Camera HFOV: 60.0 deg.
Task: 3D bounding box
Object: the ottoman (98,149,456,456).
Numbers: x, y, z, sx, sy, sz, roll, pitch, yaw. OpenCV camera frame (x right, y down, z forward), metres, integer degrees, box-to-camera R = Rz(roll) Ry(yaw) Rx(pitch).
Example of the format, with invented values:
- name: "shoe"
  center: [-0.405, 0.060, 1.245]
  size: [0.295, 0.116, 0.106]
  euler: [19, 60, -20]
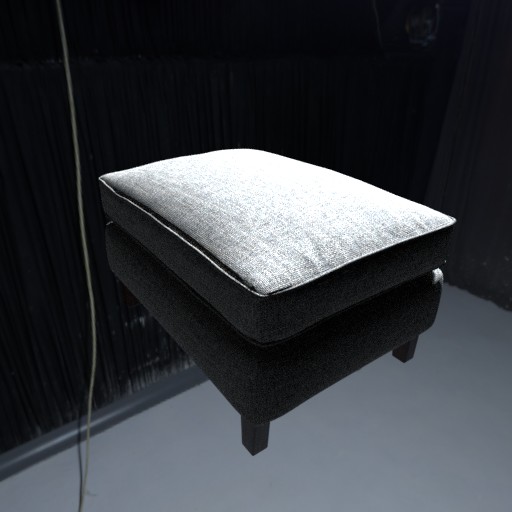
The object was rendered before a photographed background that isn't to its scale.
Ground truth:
- name: "ottoman"
  center: [0.000, 0.000, 1.007]
  size: [0.508, 0.406, 0.686]
  euler: [-18, 32, -31]
